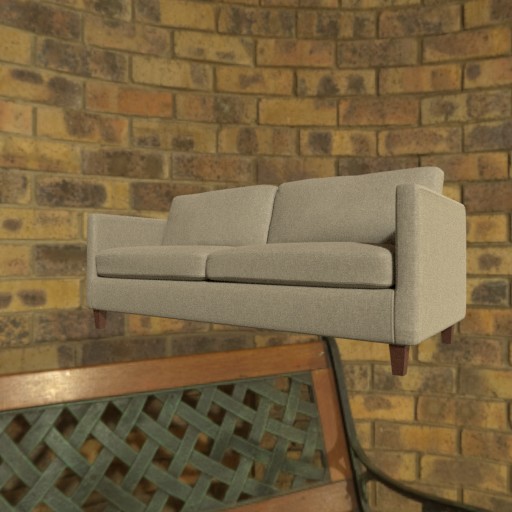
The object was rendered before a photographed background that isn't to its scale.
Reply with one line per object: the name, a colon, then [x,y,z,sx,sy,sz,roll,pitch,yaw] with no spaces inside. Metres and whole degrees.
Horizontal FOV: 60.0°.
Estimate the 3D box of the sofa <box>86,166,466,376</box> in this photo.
sofa: [0.000,0.000,2.707,2.208,0.963,0.956,0,0,36]
